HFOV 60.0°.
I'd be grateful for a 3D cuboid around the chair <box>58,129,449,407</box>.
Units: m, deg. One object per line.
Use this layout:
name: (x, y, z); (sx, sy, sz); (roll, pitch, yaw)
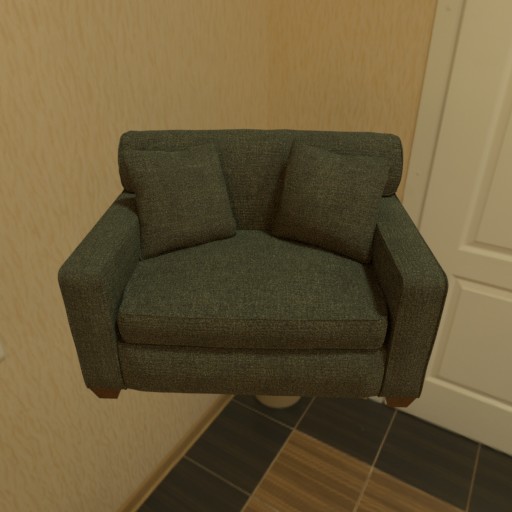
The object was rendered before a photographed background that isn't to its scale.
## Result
chair: (0.000, 0.000, 2.009); (1.383, 0.948, 1.000); (1, 30, 2)
